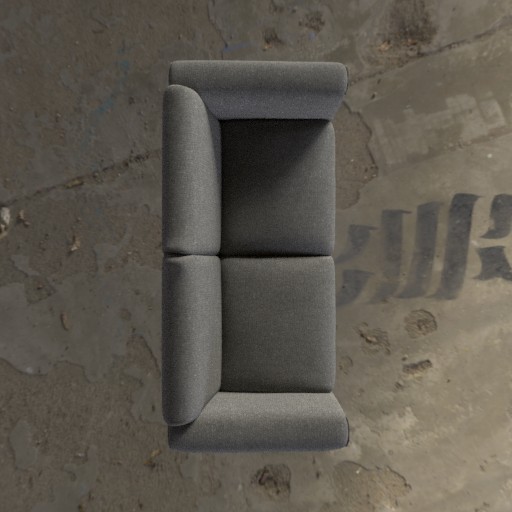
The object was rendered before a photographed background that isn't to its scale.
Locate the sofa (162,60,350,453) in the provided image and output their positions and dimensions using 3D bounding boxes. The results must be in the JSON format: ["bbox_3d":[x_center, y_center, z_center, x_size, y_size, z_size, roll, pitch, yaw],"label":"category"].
[{"bbox_3d":[0.000,0.000,2.567,0.985,0.703,2.125,0,89,-1],"label":"sofa"}]
